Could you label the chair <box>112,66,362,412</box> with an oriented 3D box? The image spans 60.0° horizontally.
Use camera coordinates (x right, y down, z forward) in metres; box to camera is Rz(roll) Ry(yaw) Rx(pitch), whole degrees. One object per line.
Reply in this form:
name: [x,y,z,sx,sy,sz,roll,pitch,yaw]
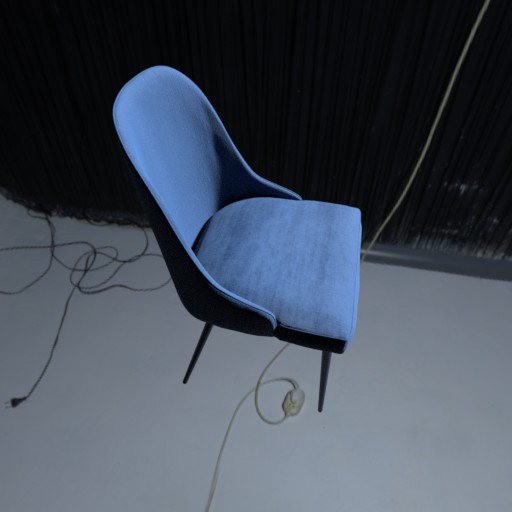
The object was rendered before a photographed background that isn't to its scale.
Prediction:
chair: [0.000,0.000,1.198,0.559,0.896,0.478,9,47,8]
